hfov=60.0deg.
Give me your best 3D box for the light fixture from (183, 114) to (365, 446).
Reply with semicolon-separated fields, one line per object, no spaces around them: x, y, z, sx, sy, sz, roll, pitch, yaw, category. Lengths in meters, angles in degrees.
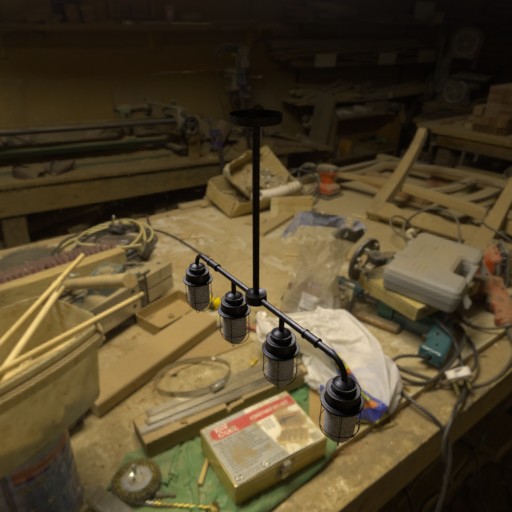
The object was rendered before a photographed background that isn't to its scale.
0.000;0.000;1.265;0.131;0.785;0.852;-18;32;-31;light fixture
